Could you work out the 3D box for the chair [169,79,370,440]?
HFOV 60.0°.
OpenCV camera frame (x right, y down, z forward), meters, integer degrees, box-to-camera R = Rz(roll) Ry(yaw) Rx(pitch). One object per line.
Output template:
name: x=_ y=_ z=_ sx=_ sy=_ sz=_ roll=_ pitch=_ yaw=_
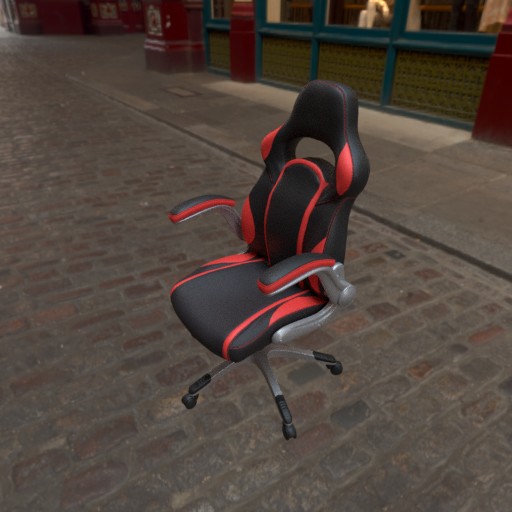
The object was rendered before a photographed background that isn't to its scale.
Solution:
chair: x=0.000 y=0.000 z=1.644 sx=0.712 sy=1.165 sz=0.758 roll=-20 pitch=36 yaw=-30
